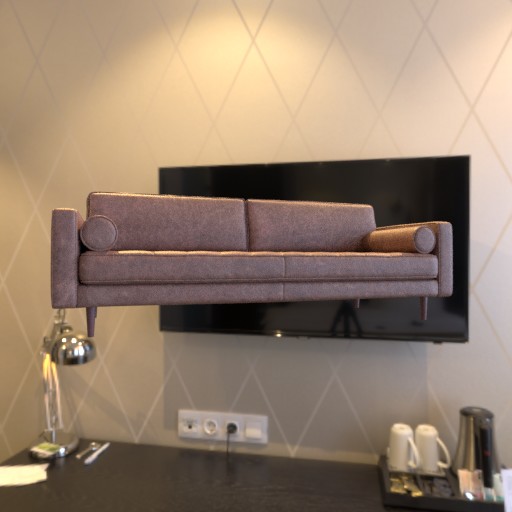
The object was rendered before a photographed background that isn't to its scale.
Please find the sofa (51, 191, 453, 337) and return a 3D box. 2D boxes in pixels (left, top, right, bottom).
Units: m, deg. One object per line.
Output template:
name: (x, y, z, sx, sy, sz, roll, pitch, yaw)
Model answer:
sofa: (0.000, 0.000, 2.694, 2.210, 0.762, 0.914, 0, -1, -19)
